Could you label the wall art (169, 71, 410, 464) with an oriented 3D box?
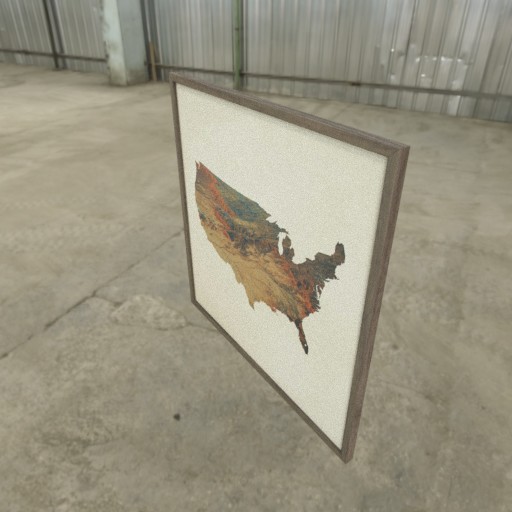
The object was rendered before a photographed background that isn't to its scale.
[{"bbox_3d":[0.000,0.000,0.741,0.016,0.507,0.508,-21,37,-29],"label":"wall art"}]
